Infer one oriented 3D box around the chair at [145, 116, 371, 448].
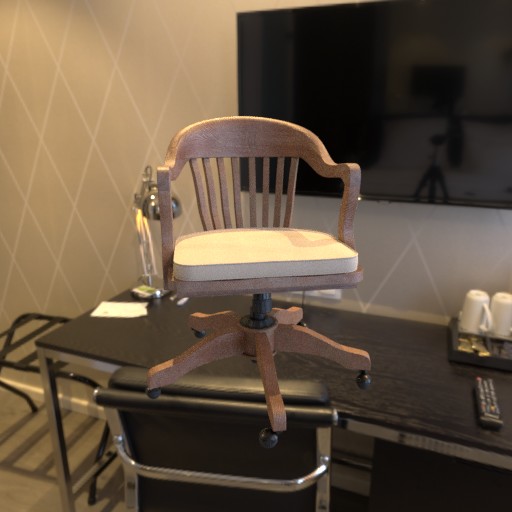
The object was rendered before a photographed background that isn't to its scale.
[{"bbox_3d":[0.000,0.000,1.451,0.750,0.878,0.788,-3,17,-8],"label":"chair"}]
